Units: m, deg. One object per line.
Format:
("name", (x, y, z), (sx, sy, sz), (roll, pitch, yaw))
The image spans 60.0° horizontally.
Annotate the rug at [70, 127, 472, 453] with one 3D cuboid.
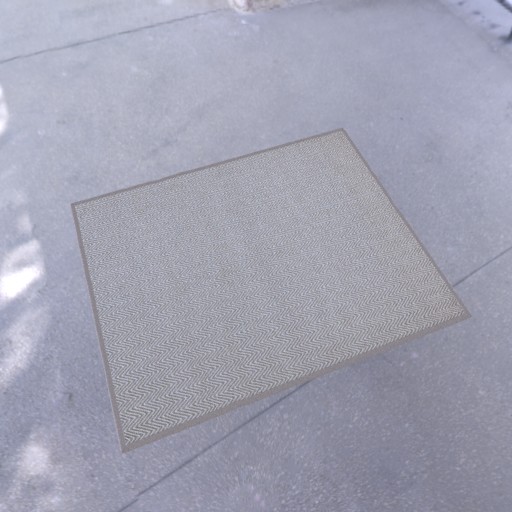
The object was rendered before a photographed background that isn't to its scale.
("rug", (0.000, 0.000, 4.064), (3.007, 0.032, 2.434), (-18, 60, -11))
